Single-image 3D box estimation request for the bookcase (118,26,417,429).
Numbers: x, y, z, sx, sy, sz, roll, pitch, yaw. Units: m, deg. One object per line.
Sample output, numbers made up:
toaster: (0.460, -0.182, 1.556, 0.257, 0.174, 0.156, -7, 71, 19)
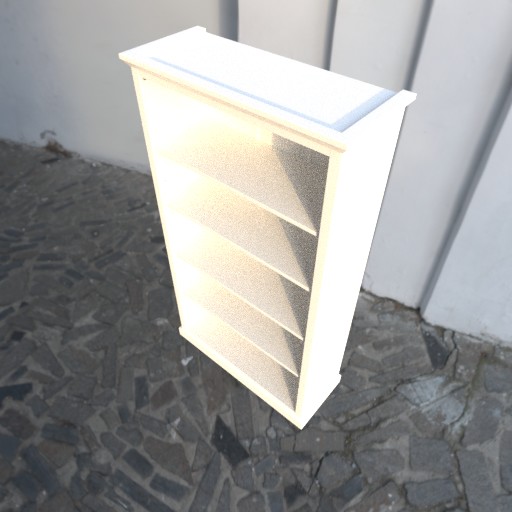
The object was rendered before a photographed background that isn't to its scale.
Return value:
bookcase: (0.000, 0.000, 2.270, 1.050, 1.880, 0.432, 31, 52, 27)
